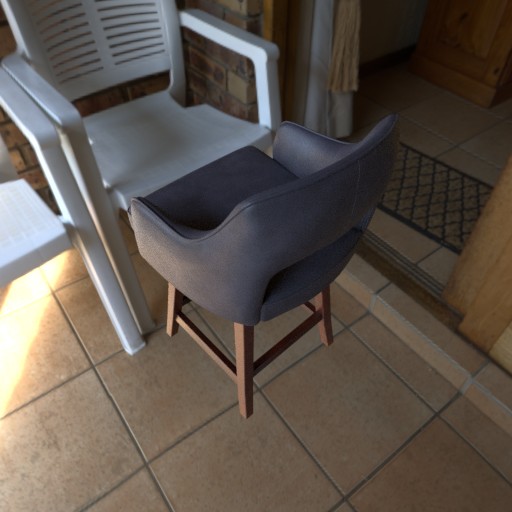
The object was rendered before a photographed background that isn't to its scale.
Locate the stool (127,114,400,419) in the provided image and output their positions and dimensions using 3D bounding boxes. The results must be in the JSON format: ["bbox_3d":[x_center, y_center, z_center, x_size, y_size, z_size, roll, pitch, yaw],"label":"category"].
[{"bbox_3d":[0.000,0.000,1.260,0.550,0.936,0.560,-34,56,-27],"label":"stool"}]
